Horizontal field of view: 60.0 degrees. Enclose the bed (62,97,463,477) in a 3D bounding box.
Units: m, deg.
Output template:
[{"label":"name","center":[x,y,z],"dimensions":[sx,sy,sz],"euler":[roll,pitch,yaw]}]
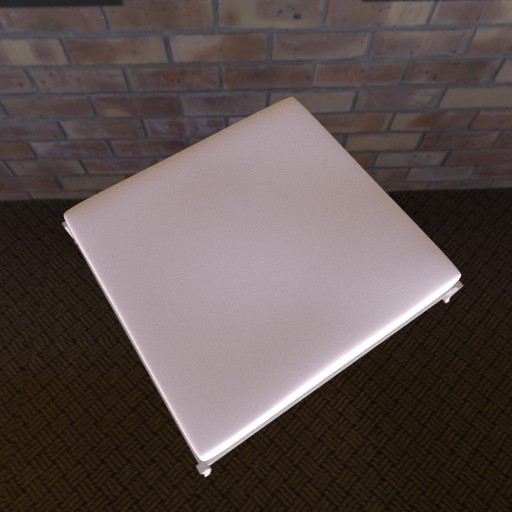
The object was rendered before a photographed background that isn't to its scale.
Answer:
[{"label":"bed","center":[0.000,0.000,3.167],"dimensions":[2.108,0.510,2.007],"euler":[-31,68,-14]}]
